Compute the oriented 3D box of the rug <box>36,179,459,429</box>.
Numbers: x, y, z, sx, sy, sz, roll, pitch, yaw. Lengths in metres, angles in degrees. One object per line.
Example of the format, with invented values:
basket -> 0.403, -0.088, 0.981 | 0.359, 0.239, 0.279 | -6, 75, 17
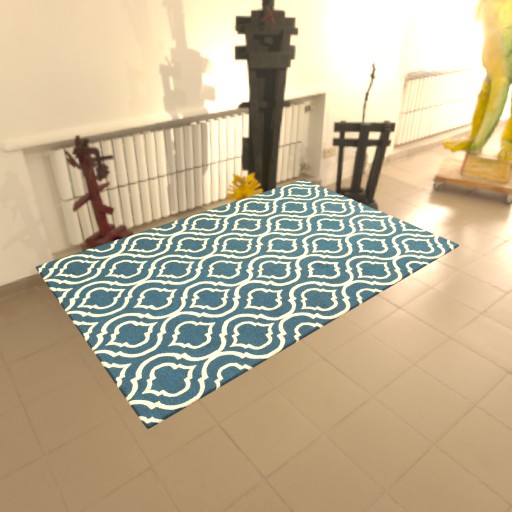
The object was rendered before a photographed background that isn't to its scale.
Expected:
rug -> 0.000, 0.000, 2.177 | 1.753, 0.010, 1.143 | -23, 38, -32
